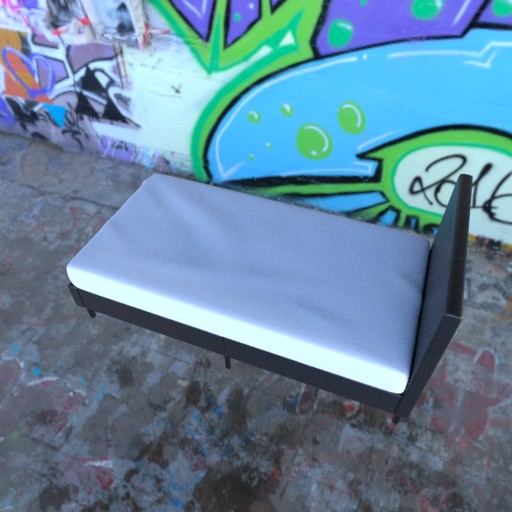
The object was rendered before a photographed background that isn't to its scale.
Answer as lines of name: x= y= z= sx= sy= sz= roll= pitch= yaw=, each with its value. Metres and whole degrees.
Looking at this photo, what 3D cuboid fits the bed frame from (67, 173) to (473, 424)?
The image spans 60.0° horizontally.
bed frame: x=0.000 y=0.000 z=2.528 sx=2.152 sy=1.046 sz=1.038 roll=15 pitch=47 yaw=15
